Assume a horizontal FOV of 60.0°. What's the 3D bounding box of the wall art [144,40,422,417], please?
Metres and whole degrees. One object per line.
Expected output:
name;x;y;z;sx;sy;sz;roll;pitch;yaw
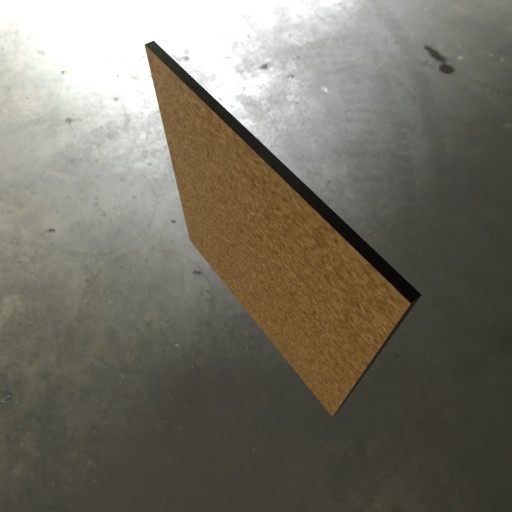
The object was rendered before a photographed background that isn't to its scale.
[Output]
wall art;0.000;0.000;0.652;0.014;0.445;0.446;-33;64;-18
